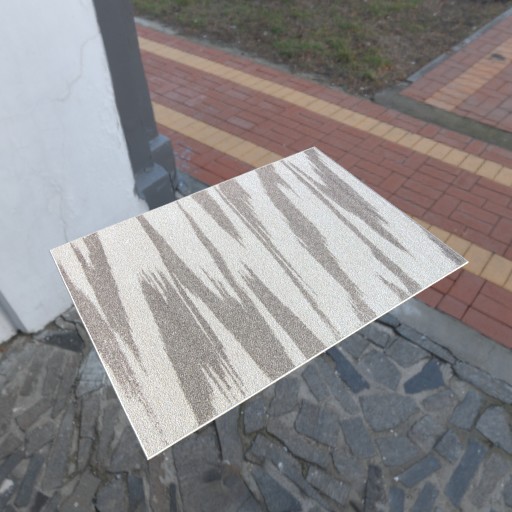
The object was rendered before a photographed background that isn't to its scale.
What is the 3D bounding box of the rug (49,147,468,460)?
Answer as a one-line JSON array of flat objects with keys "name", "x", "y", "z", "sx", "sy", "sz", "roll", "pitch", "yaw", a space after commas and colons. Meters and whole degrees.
[{"name": "rug", "x": 0.000, "y": 0.000, "z": 2.770, "sx": 2.142, "sy": 0.010, "sz": 1.533, "roll": -26, "pitch": 52, "yaw": -22}]
